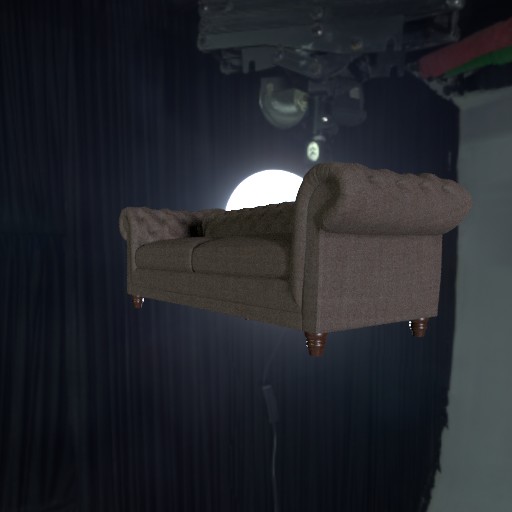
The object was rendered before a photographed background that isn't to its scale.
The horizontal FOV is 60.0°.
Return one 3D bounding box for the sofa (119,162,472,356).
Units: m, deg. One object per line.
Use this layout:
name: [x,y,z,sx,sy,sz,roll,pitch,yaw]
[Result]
sofa: [0.000,0.000,2.775,0.944,0.787,2.385,0,1,-36]
